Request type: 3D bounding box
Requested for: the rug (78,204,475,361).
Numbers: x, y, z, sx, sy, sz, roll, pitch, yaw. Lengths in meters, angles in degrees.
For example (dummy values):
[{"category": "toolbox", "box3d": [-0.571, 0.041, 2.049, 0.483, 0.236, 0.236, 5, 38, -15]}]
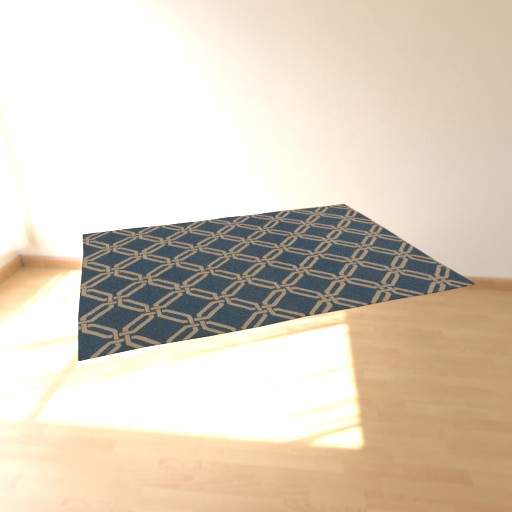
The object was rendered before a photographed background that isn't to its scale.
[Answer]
[{"category": "rug", "box3d": [0.000, 0.000, 2.845, 2.135, 0.013, 1.524, -8, 26, -17]}]
